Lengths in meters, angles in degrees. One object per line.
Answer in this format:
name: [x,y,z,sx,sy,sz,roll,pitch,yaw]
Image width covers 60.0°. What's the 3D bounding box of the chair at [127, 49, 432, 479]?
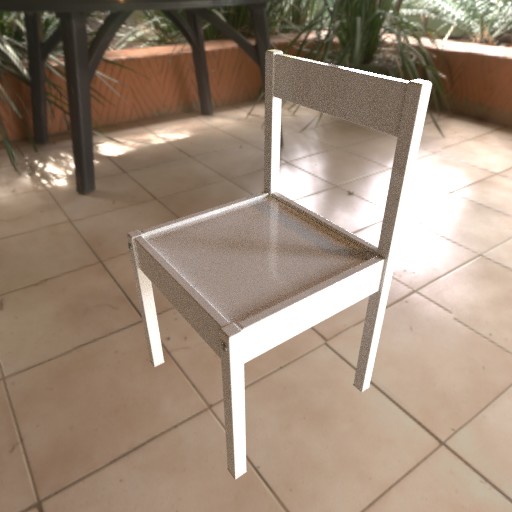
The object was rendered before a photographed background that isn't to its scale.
chair: [0.000,0.000,0.659,0.285,0.505,0.285,-22,39,-30]
